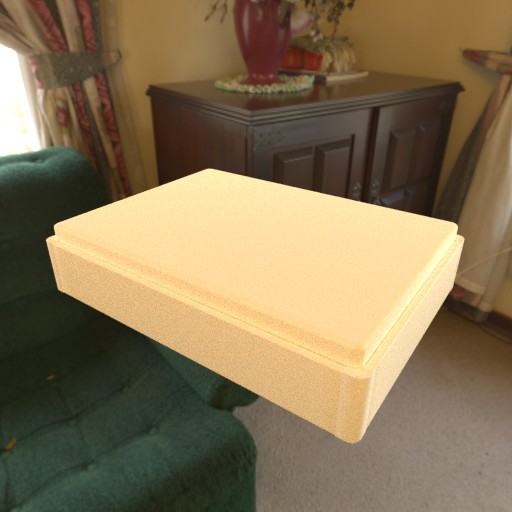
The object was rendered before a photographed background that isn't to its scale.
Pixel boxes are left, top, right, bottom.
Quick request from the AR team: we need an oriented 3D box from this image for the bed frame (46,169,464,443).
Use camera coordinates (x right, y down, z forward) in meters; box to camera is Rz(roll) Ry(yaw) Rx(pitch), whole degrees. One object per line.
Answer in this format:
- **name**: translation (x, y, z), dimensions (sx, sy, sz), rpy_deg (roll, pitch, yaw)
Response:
- **bed frame**: translation (0.000, 0.000, 2.524), dimensions (1.900, 0.406, 1.400), rpy_deg (18, 33, 31)
